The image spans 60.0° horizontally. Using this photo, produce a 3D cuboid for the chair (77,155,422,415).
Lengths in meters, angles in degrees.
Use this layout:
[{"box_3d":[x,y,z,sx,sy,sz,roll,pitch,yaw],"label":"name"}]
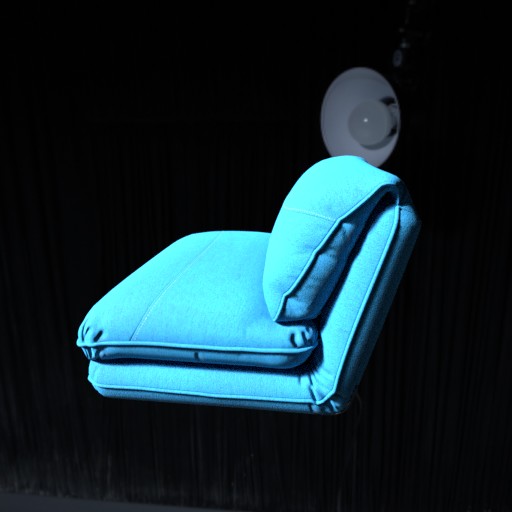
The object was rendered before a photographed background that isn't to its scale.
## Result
[{"box_3d":[0.000,0.000,1.346,0.780,0.580,0.820,2,15,8],"label":"chair"}]
